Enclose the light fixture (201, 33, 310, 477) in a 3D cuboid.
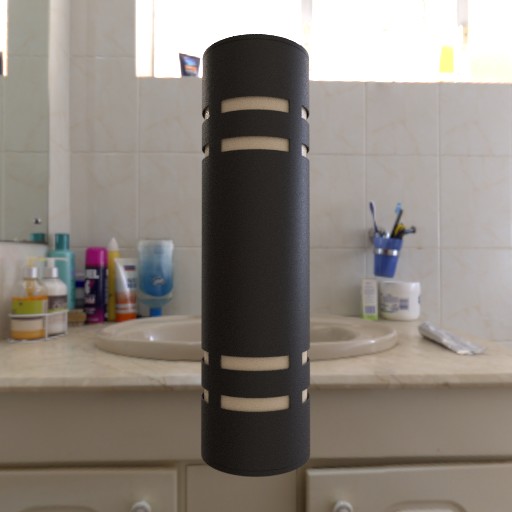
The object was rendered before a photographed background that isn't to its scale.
[{"bbox_3d":[0.000,0.000,0.403,0.105,0.330,0.149,0,-1,1],"label":"light fixture"}]
